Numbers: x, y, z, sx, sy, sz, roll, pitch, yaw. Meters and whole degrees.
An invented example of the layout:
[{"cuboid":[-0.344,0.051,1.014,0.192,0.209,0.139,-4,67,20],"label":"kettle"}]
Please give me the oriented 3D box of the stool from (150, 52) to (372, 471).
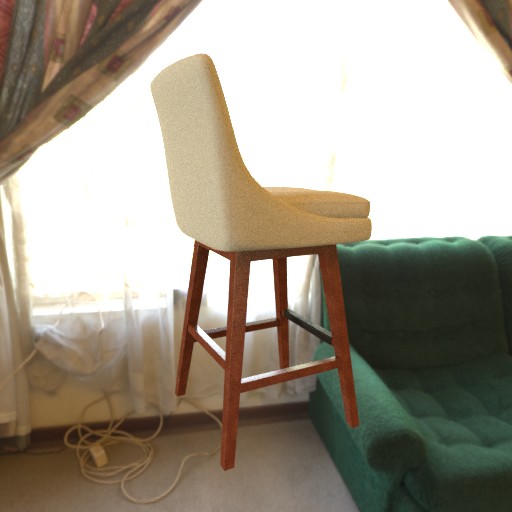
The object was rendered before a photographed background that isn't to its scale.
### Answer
[{"cuboid":[0.000,0.000,1.415,0.559,1.092,0.470,-6,14,-26],"label":"stool"}]
